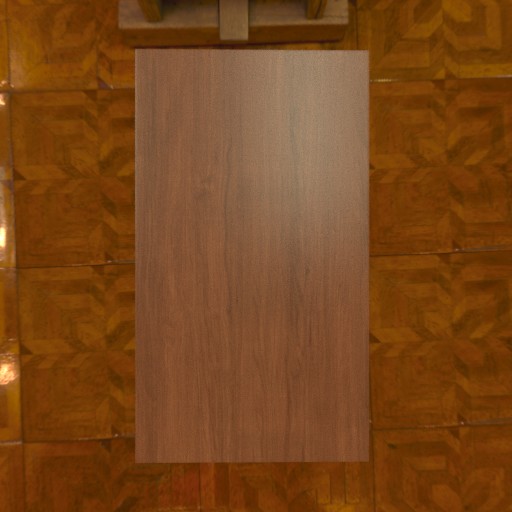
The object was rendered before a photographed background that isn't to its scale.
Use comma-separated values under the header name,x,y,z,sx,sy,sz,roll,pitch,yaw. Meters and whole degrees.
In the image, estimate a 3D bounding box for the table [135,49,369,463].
name,x,y,z,sx,sy,sz,roll,pitch,yaw
table,0.000,0.000,1.286,0.600,0.380,1.020,0,90,-1
